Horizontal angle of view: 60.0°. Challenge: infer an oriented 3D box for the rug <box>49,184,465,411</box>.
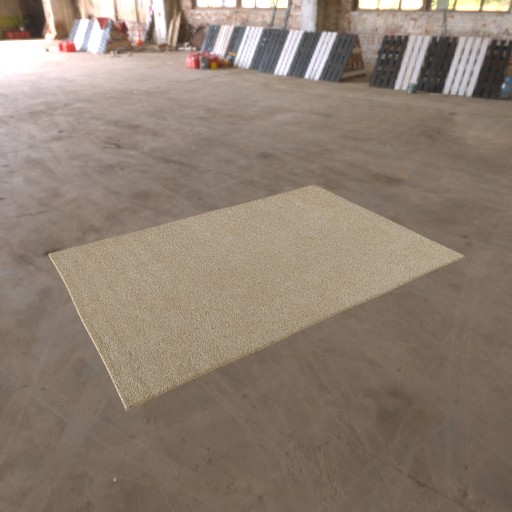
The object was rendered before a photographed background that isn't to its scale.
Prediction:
[{"bbox_3d":[0.000,0.000,3.460,2.699,0.025,1.800,-18,35,-28],"label":"rug"}]
